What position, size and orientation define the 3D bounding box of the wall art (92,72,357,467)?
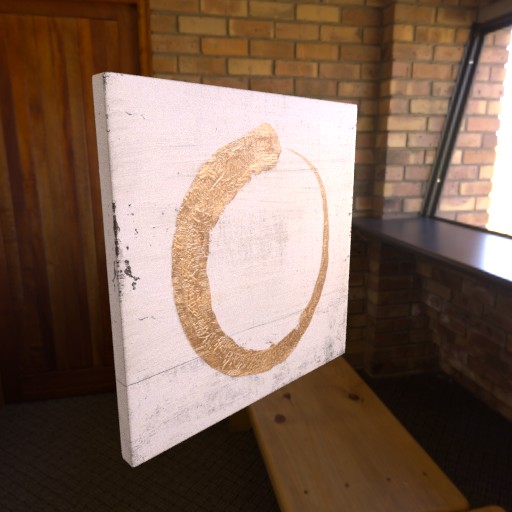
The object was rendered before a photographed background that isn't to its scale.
[{"bbox_3d":[0.000,0.000,0.879,0.610,0.611,0.040,-13,18,-43],"label":"wall art"}]
